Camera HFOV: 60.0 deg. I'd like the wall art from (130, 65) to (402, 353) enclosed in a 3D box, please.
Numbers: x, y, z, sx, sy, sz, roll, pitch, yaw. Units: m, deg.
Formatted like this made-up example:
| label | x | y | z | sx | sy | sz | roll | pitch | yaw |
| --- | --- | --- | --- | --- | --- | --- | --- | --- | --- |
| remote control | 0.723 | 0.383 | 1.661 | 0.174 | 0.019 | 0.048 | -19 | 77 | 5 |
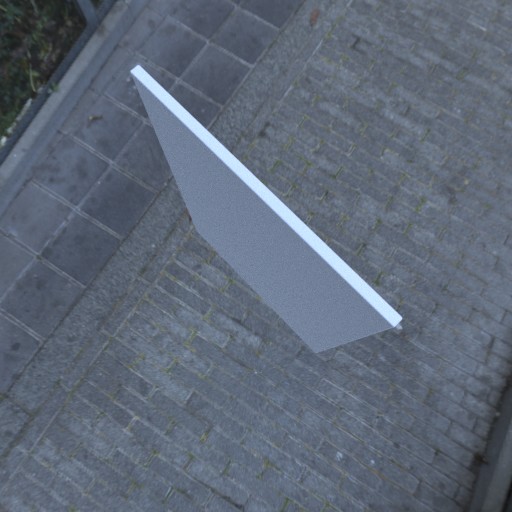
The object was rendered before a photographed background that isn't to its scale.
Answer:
| label | x | y | z | sx | sy | sz | roll | pitch | yaw |
| --- | --- | --- | --- | --- | --- | --- | --- | --- | --- |
| wall art | 0.000 | 0.000 | 0.616 | 0.011 | 0.482 | 0.329 | -43 | 79 | -10 |
